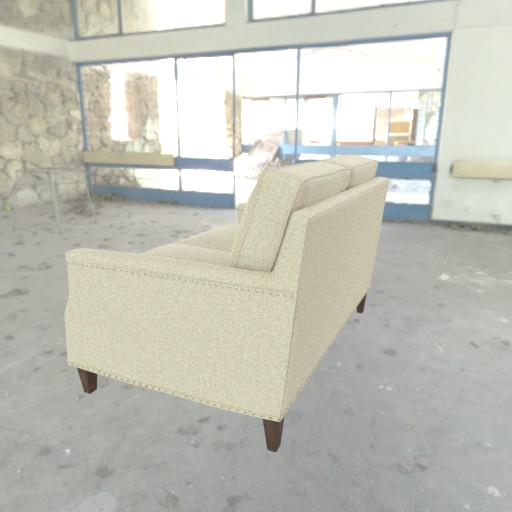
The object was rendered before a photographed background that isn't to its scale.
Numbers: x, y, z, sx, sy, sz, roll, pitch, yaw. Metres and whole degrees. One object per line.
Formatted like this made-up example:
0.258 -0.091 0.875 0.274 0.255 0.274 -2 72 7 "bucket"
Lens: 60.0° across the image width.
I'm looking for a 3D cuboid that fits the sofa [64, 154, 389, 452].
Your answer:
0.000 0.000 2.284 1.084 1.003 1.597 7 16 24 "sofa"
